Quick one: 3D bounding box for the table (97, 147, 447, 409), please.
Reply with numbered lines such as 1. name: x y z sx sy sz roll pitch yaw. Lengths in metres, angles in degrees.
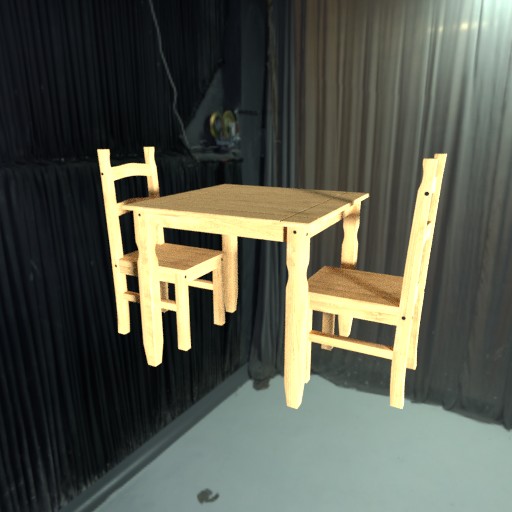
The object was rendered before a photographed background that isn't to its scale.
1. table: 0.000 0.000 2.048 1.501 0.942 0.813 8 18 26
